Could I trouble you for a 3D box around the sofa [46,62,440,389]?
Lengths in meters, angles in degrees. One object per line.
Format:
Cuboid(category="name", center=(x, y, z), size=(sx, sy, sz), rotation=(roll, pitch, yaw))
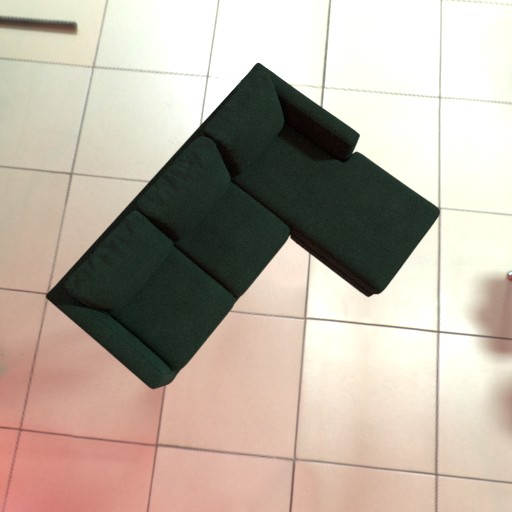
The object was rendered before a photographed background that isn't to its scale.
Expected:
Cuboid(category="sofa", center=(0.000, 0.000, 2.905), size=(1.580, 0.899, 2.030), rotation=(38, 80, 8))
